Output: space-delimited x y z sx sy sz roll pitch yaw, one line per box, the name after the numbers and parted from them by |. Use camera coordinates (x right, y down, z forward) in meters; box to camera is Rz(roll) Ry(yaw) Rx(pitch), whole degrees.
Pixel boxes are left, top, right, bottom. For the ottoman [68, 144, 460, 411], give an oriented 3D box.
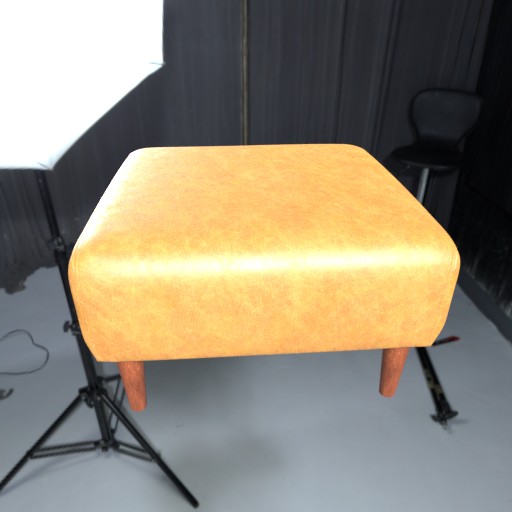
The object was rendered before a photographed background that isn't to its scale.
0.000 0.000 1.045 0.650 0.399 0.650 -2 30 -4 | ottoman
